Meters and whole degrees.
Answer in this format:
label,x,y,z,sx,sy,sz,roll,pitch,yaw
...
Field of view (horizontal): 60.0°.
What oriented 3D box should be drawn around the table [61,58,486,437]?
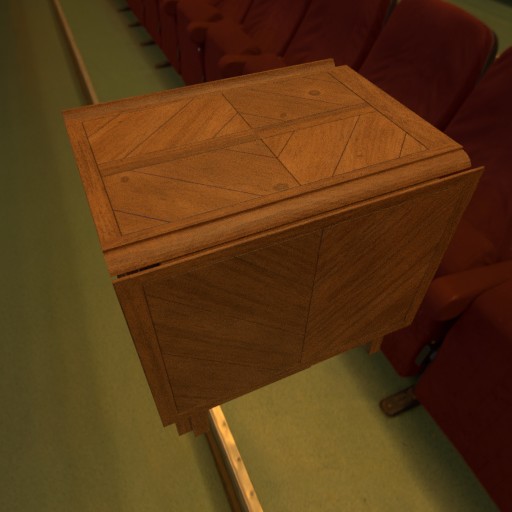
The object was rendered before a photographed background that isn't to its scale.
label,x,y,z,sx,sy,sz,roll,pitch,yaw
table,0.000,0.000,1.236,0.746,0.763,0.591,-18,48,-17
